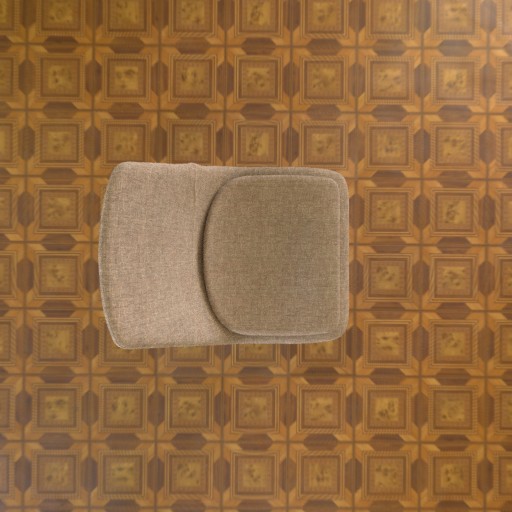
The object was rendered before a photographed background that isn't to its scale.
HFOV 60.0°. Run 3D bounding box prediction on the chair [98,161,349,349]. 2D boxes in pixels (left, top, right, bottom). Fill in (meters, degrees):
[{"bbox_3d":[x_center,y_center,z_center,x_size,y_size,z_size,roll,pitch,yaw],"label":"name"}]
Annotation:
[{"bbox_3d":[0.000,0.000,1.143,0.518,0.858,0.479,0,90,0],"label":"chair"}]
